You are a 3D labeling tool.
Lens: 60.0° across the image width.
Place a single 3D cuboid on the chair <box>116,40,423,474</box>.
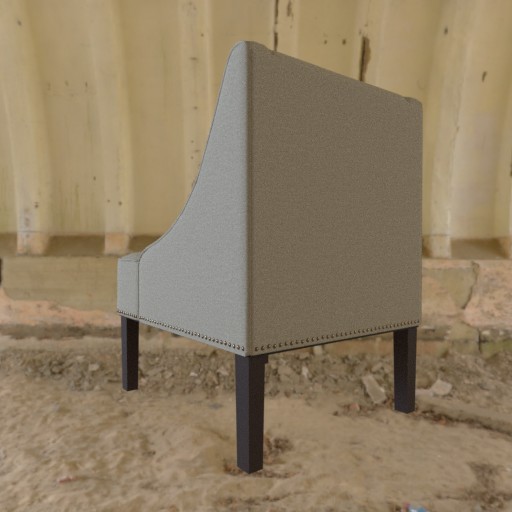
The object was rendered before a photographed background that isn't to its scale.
[{"bbox_3d":[0.000,0.000,1.324,0.610,0.864,0.737,-1,1,-37],"label":"chair"}]
